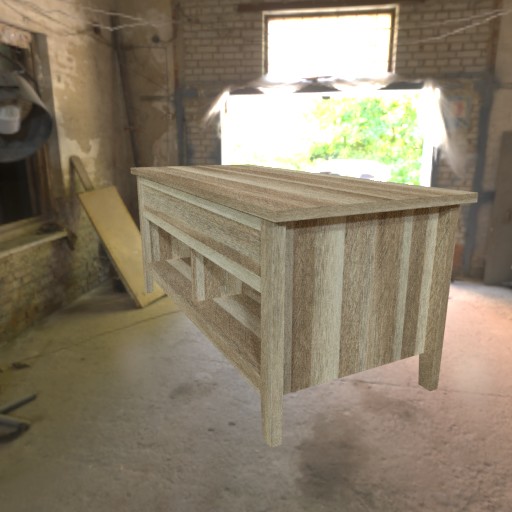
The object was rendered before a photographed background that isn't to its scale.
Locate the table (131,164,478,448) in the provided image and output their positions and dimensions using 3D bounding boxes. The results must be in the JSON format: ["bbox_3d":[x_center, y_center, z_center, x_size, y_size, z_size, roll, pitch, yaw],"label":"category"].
[{"bbox_3d":[0.000,0.000,1.359,0.493,0.480,1.095,-8,17,-26],"label":"table"}]
